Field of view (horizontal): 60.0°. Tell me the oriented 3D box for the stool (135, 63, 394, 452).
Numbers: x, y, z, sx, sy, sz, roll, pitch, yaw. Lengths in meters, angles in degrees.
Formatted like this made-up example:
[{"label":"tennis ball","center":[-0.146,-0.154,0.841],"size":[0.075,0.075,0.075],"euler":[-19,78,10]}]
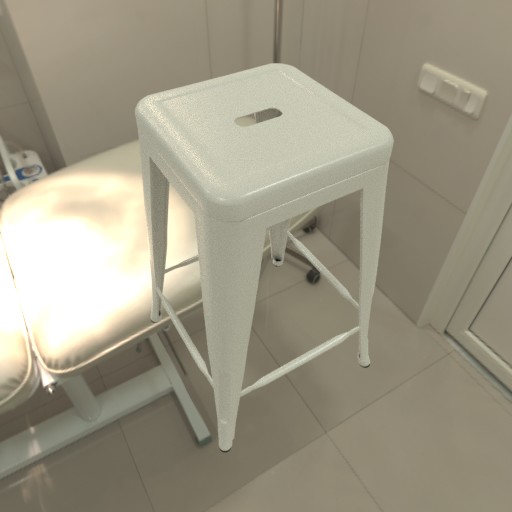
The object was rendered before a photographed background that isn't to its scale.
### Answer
[{"label":"stool","center":[0.000,0.000,0.889],"size":[0.406,0.610,0.406],"euler":[-24,51,-21]}]
